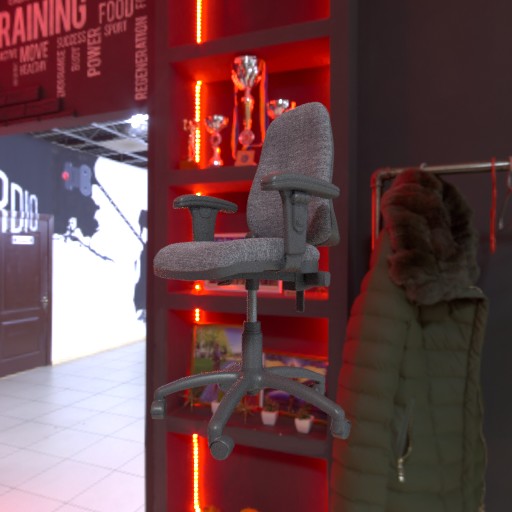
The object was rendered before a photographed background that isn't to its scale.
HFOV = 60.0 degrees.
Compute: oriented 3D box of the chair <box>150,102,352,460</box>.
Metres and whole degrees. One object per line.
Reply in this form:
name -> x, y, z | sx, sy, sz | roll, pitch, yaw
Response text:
chair -> 0.000, 0.000, 1.266 | 0.530, 0.910, 0.550 | 0, 0, -36
